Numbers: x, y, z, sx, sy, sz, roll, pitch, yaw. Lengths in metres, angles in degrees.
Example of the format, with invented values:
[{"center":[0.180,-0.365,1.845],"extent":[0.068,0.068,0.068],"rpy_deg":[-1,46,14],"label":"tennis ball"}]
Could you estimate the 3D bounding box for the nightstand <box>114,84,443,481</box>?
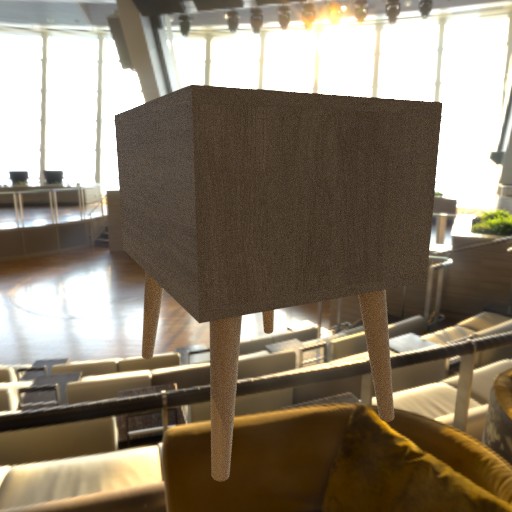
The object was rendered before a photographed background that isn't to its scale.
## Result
[{"center":[0.000,0.000,0.795],"extent":[0.380,0.500,0.450],"rpy_deg":[-7,15,-26],"label":"nightstand"}]
